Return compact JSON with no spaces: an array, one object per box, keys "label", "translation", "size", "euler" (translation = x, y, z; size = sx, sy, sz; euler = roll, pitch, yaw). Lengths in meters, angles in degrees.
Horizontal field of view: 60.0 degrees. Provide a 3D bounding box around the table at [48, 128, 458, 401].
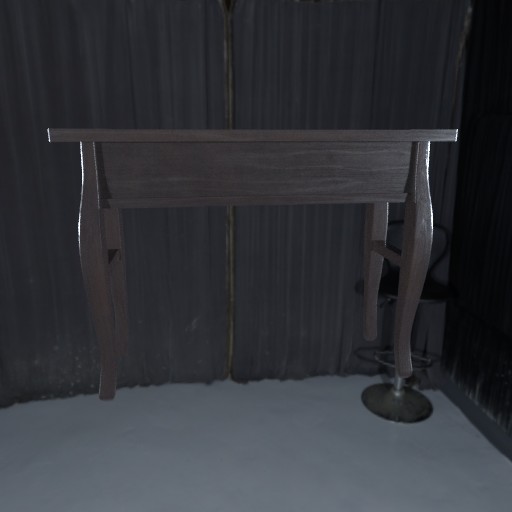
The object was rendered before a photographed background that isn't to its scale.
[{"label":"table","translation":[0.000,0.000,1.406],"size":[1.062,0.768,0.373],"euler":[-2,15,-8]}]
